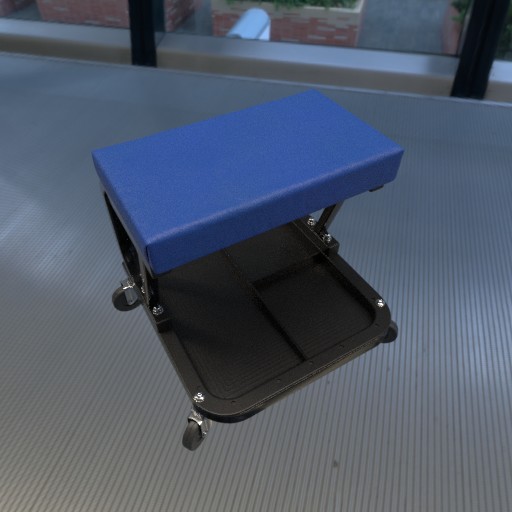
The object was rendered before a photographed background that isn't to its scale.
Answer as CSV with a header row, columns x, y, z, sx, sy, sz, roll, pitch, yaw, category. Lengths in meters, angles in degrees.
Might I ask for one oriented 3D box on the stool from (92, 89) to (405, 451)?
x,y,z,sx,sy,sz,roll,pitch,yaw,category
0.000,0.000,0.716,0.446,0.380,0.371,-23,50,-21,stool
